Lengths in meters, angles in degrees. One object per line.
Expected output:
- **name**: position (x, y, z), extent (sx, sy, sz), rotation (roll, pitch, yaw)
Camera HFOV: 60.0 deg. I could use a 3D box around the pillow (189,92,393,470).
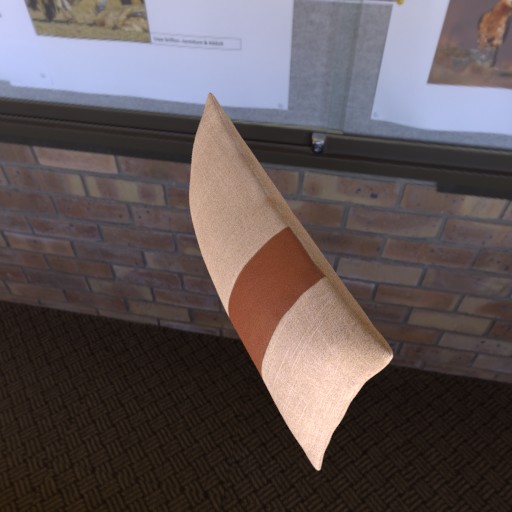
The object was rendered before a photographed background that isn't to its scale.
- **pillow**: position (0.000, 0.000, 0.728), extent (0.155, 0.282, 0.612), rotation (-15, 47, -15)
